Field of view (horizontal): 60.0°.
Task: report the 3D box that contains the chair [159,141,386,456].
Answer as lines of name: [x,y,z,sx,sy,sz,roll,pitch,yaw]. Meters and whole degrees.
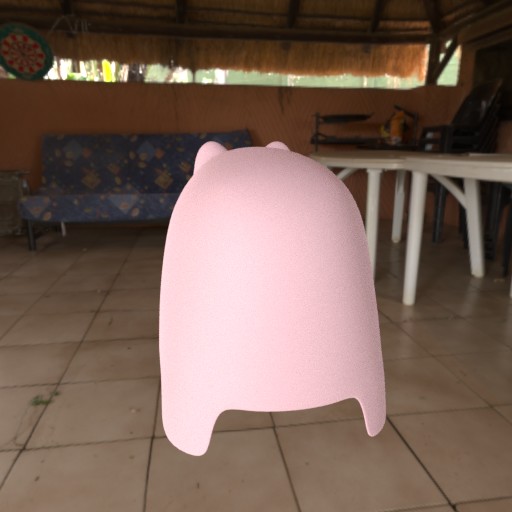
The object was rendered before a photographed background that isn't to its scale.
chair: [0.000,0.000,0.841,0.364,0.423,0.619,-2,14,-9]
